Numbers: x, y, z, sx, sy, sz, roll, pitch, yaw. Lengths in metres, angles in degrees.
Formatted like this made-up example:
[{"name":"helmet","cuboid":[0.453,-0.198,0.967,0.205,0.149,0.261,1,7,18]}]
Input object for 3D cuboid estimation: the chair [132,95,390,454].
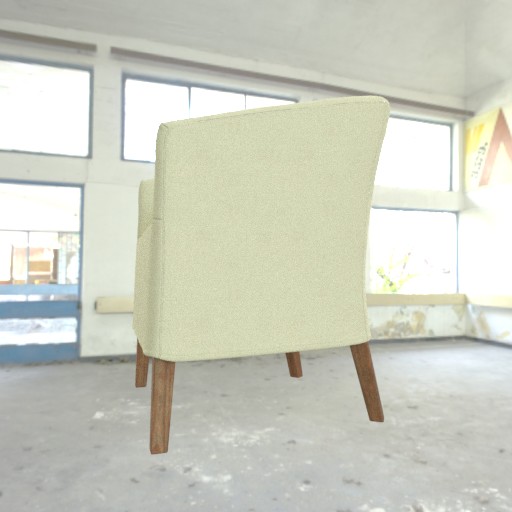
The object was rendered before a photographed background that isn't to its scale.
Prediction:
[{"name":"chair","cuboid":[0.000,0.000,1.272,0.657,0.822,0.643,1,-3,-18]}]
